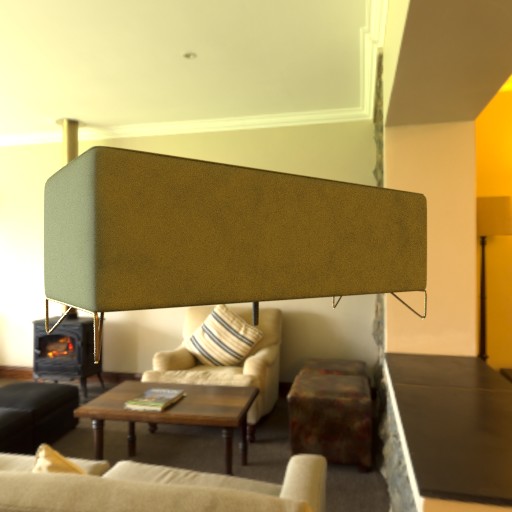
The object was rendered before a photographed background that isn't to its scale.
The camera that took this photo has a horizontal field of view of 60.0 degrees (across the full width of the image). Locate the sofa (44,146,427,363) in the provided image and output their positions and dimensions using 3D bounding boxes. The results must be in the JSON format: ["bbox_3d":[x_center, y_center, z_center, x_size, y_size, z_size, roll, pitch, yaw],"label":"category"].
[{"bbox_3d":[0.000,0.000,2.515,2.087,0.789,0.867,0,-1,-36],"label":"sofa"}]
